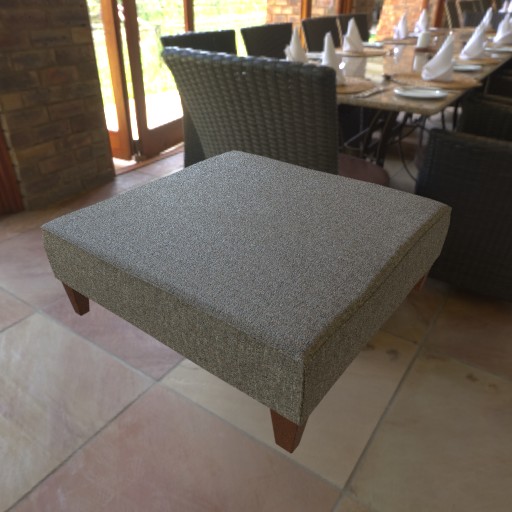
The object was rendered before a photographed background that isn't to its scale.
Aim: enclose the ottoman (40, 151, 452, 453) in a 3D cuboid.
[{"bbox_3d":[0.000,0.000,1.546,1.016,0.379,0.981,21,37,32],"label":"ottoman"}]
